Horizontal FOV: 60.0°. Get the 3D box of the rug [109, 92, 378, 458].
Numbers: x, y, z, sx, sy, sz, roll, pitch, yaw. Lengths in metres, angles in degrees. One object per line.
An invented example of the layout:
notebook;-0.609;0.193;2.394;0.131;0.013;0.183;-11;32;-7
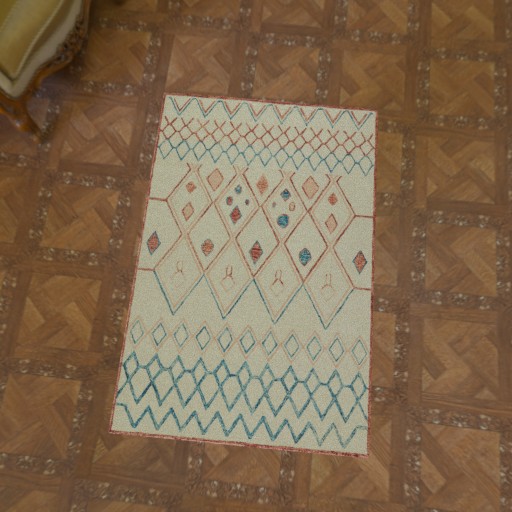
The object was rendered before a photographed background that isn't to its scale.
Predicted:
rug;0.000;0.000;2.290;1.219;0.016;1.829;5;75;1
